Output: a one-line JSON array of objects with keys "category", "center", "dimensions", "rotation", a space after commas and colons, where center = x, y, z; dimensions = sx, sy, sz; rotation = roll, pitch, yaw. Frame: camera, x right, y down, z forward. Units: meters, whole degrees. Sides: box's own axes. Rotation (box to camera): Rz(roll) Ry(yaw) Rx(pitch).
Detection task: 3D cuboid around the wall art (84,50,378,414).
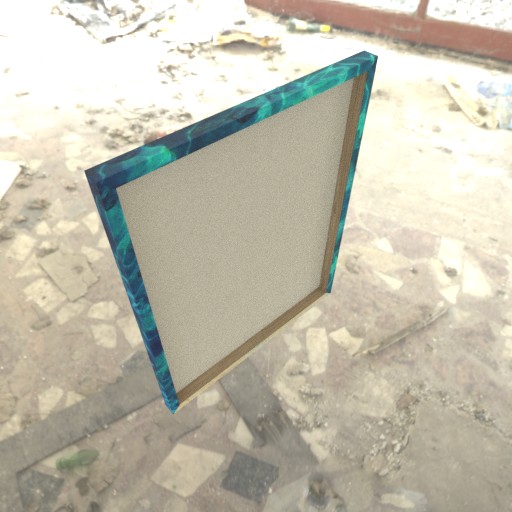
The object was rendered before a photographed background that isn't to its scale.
[{"category": "wall art", "center": [0.000, 0.000, 1.027], "dimensions": [0.609, 0.760, 0.038], "rotation": [-33, 55, -26]}]
